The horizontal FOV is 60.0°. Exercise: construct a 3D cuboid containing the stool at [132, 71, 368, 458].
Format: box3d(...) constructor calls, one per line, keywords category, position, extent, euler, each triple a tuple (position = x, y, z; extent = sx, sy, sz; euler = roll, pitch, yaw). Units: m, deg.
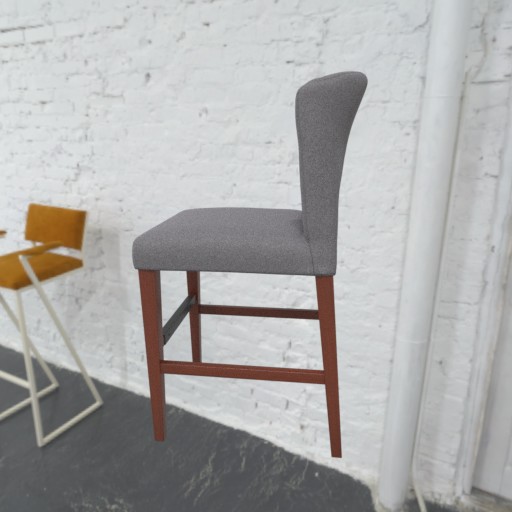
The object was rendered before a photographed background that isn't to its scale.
box3d(category="stool", position=(0.000, 0.000, 1.282), extent=(0.568, 0.968, 0.481), euler=(2, 15, 7))
